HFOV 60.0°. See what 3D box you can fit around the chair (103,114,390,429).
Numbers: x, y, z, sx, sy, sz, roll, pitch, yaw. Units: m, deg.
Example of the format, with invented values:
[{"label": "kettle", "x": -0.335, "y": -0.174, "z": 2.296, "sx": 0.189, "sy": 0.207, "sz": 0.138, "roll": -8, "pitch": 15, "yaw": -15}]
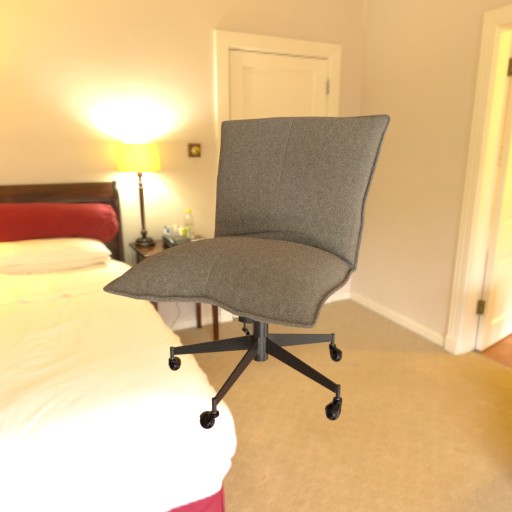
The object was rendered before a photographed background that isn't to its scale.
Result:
[{"label": "chair", "x": 0.000, "y": 0.000, "z": 1.295, "sx": 0.597, "sy": 0.811, "sz": 0.696, "roll": 7, "pitch": 16, "yaw": 25}]
